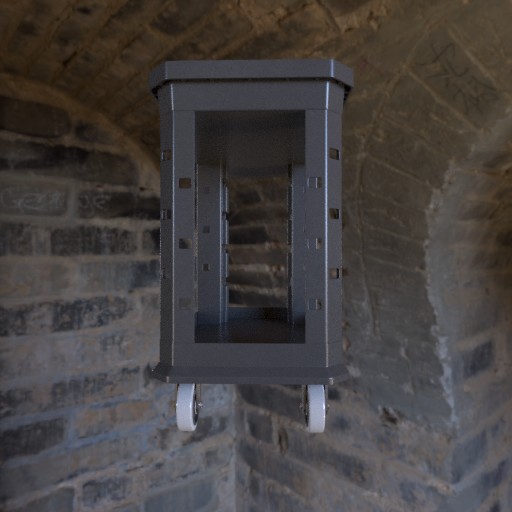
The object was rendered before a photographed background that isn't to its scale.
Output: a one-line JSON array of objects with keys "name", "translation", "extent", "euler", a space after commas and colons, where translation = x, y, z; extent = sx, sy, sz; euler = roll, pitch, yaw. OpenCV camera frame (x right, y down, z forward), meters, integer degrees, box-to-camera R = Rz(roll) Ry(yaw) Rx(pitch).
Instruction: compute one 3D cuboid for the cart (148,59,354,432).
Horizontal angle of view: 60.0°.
[{"name": "cart", "translation": [0.000, 0.000, 1.531], "extent": [0.497, 0.884, 1.061], "euler": [0, 0, 2]}]
